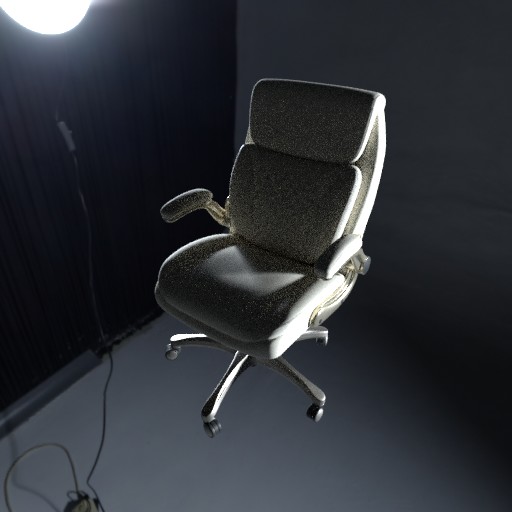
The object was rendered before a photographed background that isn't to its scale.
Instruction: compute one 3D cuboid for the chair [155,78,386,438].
[{"bbox_3d":[0.000,0.000,1.631,0.740,1.110,0.794,19,36,28],"label":"chair"}]
